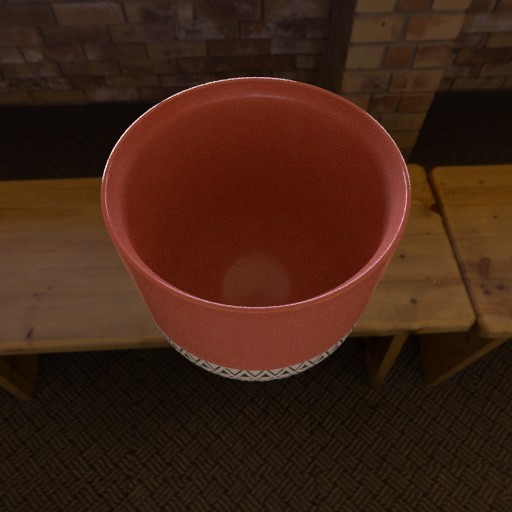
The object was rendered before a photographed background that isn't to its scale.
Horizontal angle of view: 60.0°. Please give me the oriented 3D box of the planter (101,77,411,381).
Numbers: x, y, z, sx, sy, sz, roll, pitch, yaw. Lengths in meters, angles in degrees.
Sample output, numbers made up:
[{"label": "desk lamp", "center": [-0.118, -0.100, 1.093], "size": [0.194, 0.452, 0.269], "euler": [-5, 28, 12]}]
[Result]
[{"label": "planter", "center": [0.000, 0.000, 0.498], "size": [0.266, 0.270, 0.266], "euler": [0, 58, 0]}]
